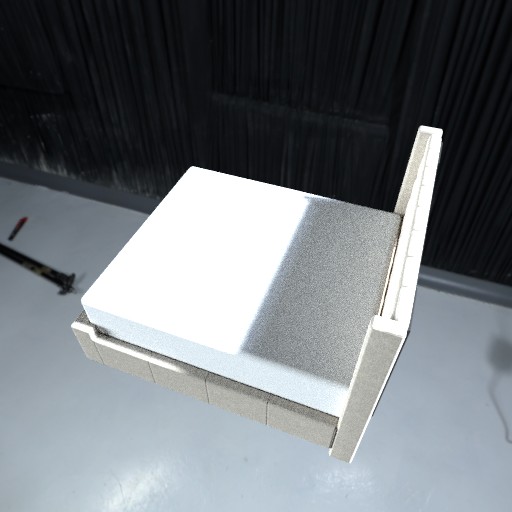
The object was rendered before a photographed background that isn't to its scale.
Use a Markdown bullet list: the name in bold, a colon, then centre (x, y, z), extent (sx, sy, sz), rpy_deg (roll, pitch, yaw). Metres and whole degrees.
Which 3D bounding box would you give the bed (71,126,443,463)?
- **bed**: centre (0.000, 0.000, 3.692), extent (2.370, 1.743, 2.045), rpy_deg (15, 48, 14)
